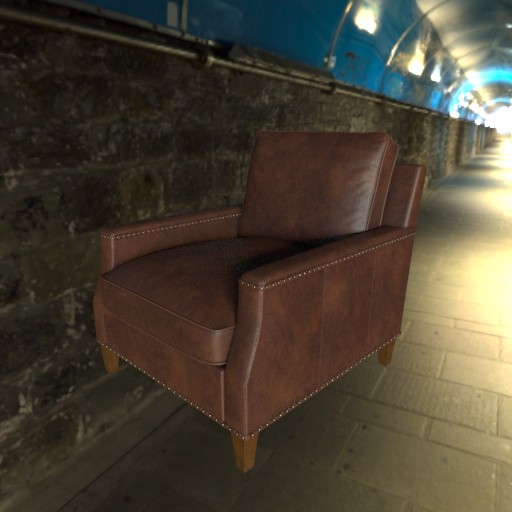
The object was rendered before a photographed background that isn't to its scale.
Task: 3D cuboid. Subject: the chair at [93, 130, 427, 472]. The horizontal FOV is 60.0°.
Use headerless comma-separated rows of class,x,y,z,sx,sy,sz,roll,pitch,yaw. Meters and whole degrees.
chair,0.000,0.000,1.709,0.853,0.929,1.014,15,22,42
